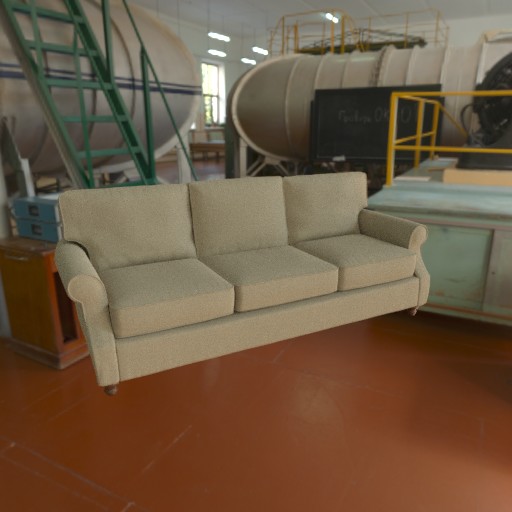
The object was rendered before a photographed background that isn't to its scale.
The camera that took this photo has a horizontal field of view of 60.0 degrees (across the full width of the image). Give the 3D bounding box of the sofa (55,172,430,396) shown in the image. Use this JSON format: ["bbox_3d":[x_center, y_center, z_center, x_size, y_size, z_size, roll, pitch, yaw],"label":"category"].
[{"bbox_3d":[0.000,0.000,2.872,2.354,0.948,0.966,-9,19,-26],"label":"sofa"}]
